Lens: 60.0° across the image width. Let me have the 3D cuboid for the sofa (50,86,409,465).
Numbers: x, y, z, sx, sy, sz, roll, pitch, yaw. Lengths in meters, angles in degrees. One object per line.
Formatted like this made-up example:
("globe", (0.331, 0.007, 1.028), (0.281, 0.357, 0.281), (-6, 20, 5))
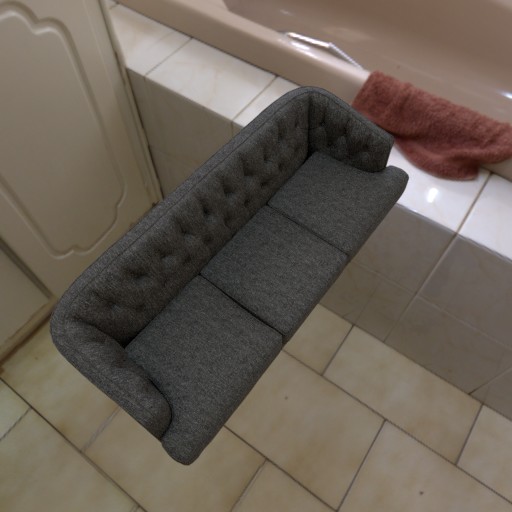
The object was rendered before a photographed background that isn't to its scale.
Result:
("sofa", (0.000, 0.000, 2.704), (0.941, 0.855, 2.278), (34, 64, 19))
